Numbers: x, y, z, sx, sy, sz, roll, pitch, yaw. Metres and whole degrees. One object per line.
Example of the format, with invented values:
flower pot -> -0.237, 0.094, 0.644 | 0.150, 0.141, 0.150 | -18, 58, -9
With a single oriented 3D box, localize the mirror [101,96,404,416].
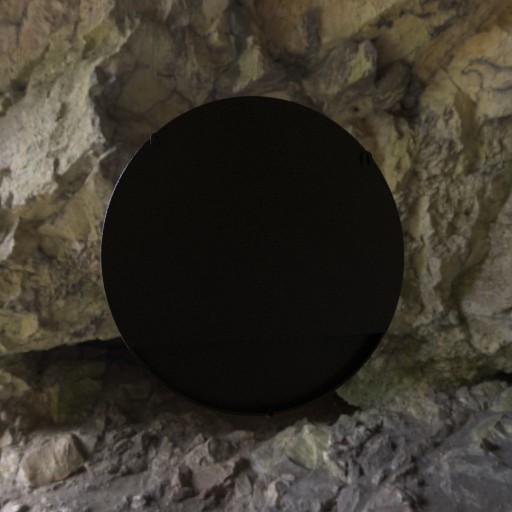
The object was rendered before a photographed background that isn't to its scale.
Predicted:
mirror -> 0.000, 0.000, 0.695 | 0.457, 0.457, 0.133 | 0, -1, -18
